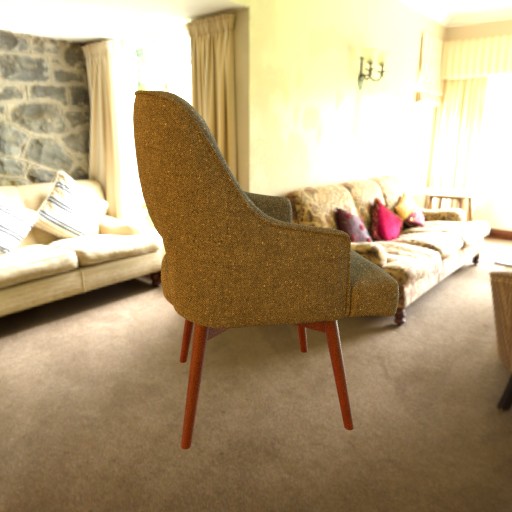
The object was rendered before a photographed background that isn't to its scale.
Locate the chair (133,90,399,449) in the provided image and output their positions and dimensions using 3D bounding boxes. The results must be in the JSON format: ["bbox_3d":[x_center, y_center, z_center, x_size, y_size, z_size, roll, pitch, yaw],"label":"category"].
[{"bbox_3d":[0.000,0.000,1.275,0.629,0.875,0.608,-3,16,-10],"label":"chair"}]
